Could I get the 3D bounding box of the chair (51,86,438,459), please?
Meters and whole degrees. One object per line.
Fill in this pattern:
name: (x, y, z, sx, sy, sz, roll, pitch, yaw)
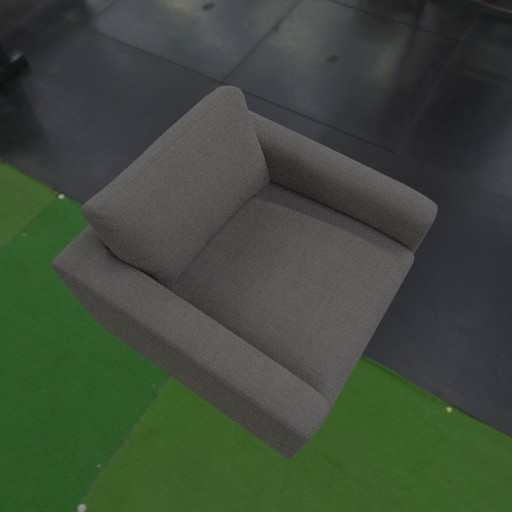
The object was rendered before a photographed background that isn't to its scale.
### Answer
chair: (0.000, 0.000, 1.817, 1.100, 0.847, 1.070, 30, 63, 17)
